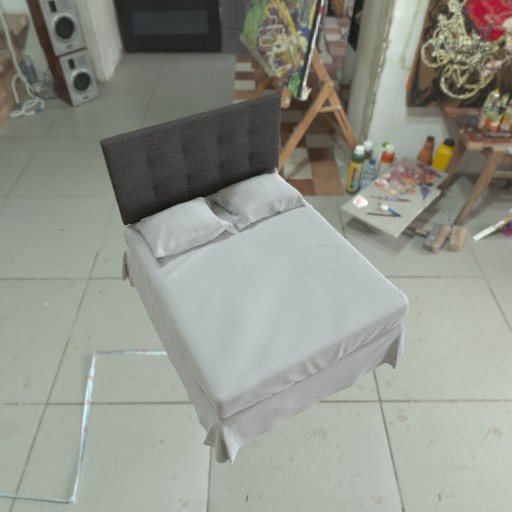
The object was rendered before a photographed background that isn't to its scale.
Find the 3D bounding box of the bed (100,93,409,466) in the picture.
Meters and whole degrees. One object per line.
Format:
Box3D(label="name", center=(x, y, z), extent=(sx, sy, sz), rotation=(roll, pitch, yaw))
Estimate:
Box3D(label="bed", center=(0.000, 0.000, 3.638), extent=(1.936, 1.577, 2.222), rotation=(-22, 50, -20))
